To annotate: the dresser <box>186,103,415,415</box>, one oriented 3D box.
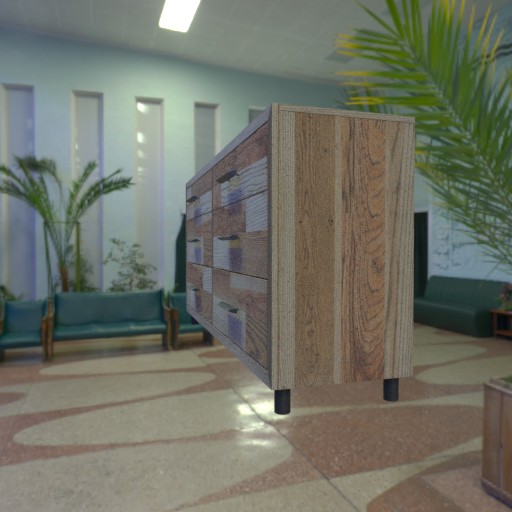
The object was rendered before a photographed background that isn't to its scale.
[{"bbox_3d":[0.000,0.000,1.963,0.487,0.834,1.547,0,1,-17],"label":"dresser"}]
